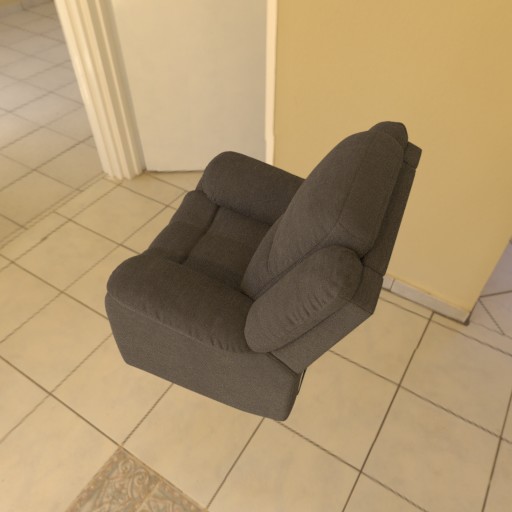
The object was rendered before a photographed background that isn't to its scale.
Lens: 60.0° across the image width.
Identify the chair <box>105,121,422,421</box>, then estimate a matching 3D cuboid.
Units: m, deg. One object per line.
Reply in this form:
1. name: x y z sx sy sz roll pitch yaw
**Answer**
1. chair: 0.000 0.000 1.691 0.944 1.008 0.899 17 48 16
